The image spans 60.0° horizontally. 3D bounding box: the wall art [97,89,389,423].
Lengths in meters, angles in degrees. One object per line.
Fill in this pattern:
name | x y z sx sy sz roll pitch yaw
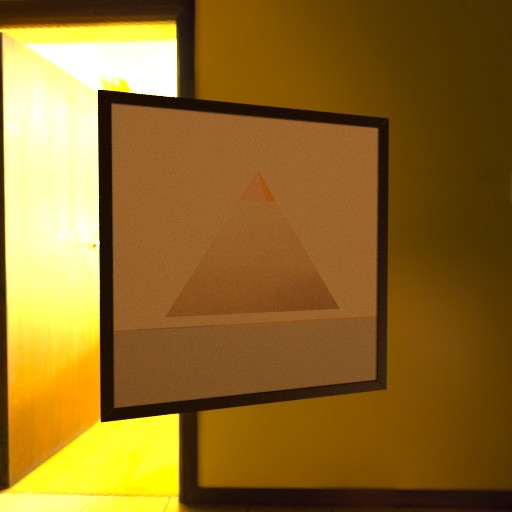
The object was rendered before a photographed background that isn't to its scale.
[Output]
wall art | 0.000 0.000 0.769 0.513 0.511 0.028 -1 2 -18
